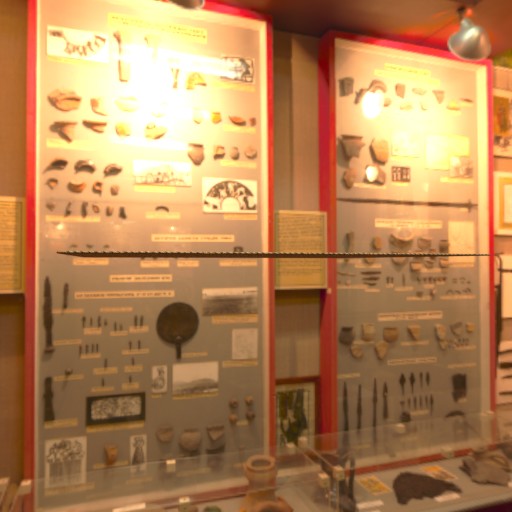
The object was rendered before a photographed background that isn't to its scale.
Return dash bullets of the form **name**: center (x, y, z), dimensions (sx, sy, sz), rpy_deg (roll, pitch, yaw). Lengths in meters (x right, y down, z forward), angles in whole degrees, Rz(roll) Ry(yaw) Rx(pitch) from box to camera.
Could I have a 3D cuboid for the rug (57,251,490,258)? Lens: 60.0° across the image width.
- **rug**: center (0.000, 0.000, 4.203), dimensions (3.207, 0.014, 2.439), rpy_deg (0, -1, -18)
